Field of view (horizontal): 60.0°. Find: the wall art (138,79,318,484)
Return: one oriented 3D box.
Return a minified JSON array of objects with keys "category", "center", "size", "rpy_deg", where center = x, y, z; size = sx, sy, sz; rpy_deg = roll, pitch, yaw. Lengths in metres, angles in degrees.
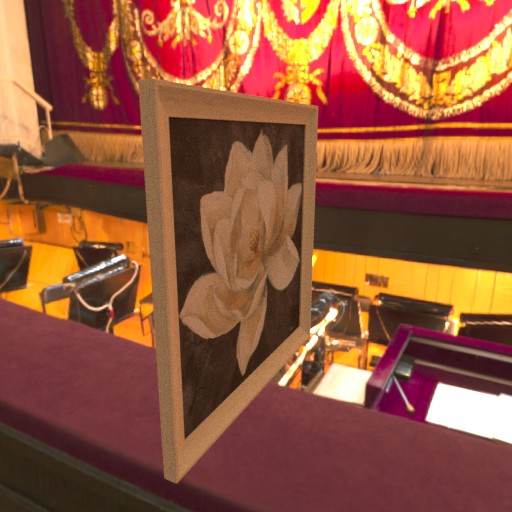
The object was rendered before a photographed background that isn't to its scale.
[{"category":"wall art","center":[0.000,0.000,1.501],"size":[0.045,1.016,1.016],"rpy_deg":[8,17,26]}]
